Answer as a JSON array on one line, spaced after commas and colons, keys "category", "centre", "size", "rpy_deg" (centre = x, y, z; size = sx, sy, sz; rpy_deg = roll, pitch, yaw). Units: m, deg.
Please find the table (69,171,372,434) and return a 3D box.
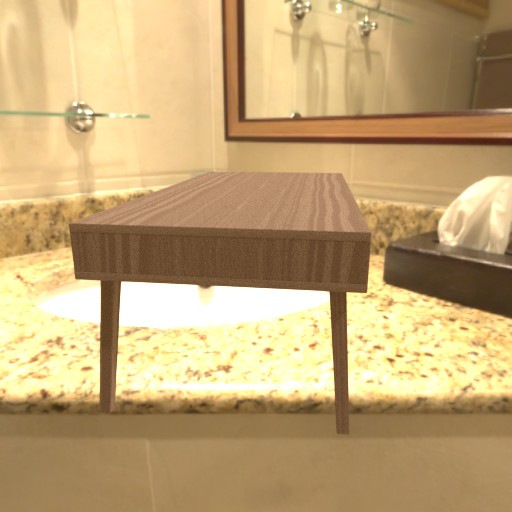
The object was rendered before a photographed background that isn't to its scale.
[{"category": "table", "centre": [0.000, 0.000, 1.490], "size": [0.600, 0.450, 1.200], "rpy_deg": [2, 16, 8]}]
